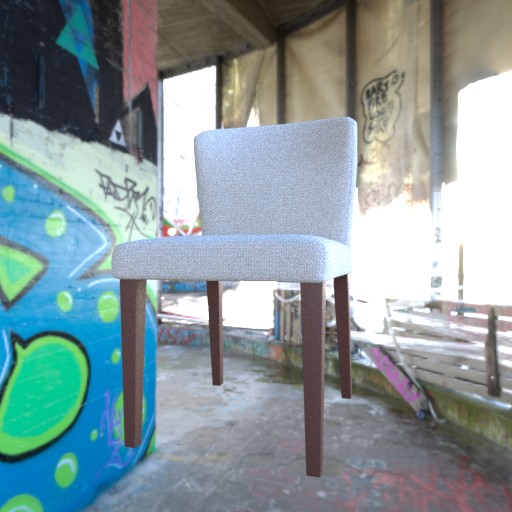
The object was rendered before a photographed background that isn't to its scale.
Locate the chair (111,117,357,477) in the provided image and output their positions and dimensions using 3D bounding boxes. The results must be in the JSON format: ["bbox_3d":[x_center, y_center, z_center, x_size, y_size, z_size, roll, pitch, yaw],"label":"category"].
[{"bbox_3d":[0.000,0.000,1.160,0.491,0.839,0.589,0,0,18],"label":"chair"}]
